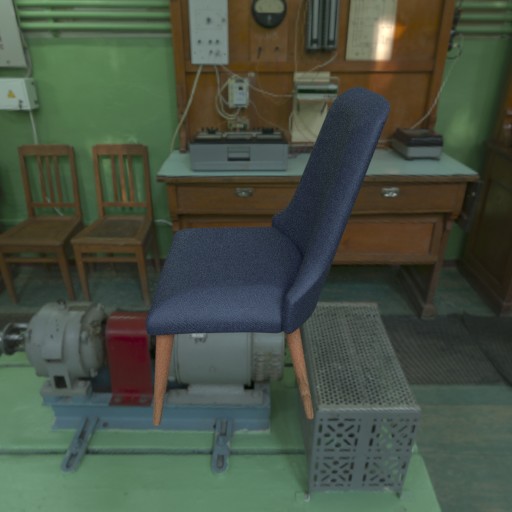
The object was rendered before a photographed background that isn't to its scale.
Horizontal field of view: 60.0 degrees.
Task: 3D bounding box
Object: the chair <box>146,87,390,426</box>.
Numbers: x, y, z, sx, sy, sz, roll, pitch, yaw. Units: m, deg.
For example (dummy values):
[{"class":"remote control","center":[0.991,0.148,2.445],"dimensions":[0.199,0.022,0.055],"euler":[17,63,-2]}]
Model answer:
[{"class":"chair","center":[0.000,0.000,1.181],"dimensions":[0.567,0.820,0.504],"euler":[-1,28,-1]}]
